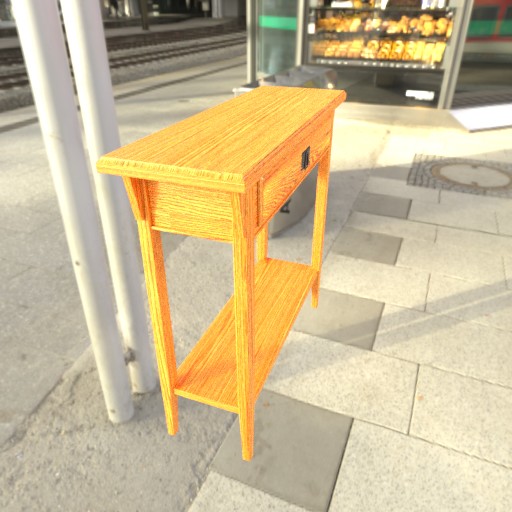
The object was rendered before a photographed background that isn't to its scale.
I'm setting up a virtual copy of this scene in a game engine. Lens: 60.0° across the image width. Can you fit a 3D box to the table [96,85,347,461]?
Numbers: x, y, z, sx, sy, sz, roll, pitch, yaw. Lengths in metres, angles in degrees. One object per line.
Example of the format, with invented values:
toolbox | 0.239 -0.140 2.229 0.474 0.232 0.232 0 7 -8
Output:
table | 0.000 0.000 1.143 0.254 0.711 0.762 11 31 18
